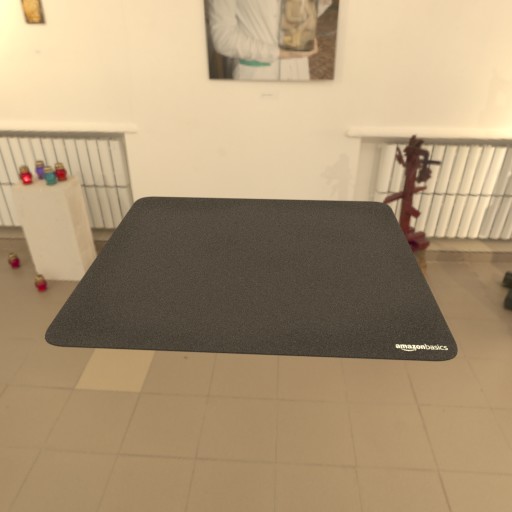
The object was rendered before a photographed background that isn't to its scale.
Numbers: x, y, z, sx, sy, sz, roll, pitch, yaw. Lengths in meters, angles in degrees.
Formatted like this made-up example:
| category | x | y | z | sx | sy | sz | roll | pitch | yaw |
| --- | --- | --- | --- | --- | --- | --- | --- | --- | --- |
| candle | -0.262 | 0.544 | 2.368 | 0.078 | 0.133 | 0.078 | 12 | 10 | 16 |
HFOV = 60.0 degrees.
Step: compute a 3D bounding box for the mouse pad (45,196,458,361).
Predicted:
| category | x | y | z | sx | sy | sz | roll | pitch | yaw |
| --- | --- | --- | --- | --- | --- | --- | --- | --- | --- |
| mouse pad | 0.000 | 0.000 | 0.632 | 0.451 | 0.002 | 0.393 | 2 | 32 | 3 |
